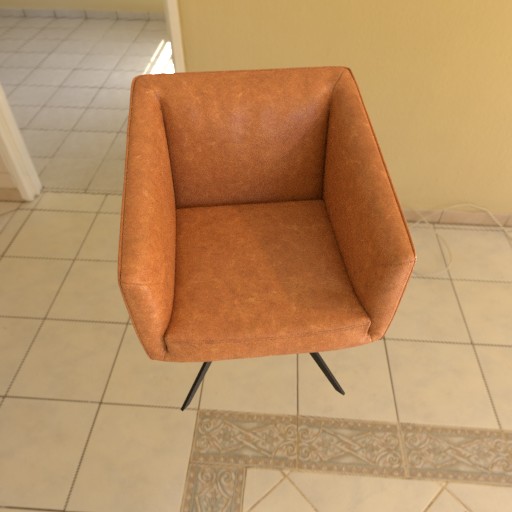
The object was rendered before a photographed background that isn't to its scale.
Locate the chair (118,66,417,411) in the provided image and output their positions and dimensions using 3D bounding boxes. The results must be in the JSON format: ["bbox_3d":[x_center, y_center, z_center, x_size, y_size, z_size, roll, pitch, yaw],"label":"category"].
[{"bbox_3d":[0.000,0.000,1.209,0.588,0.760,0.625,-4,45,-4],"label":"chair"}]
